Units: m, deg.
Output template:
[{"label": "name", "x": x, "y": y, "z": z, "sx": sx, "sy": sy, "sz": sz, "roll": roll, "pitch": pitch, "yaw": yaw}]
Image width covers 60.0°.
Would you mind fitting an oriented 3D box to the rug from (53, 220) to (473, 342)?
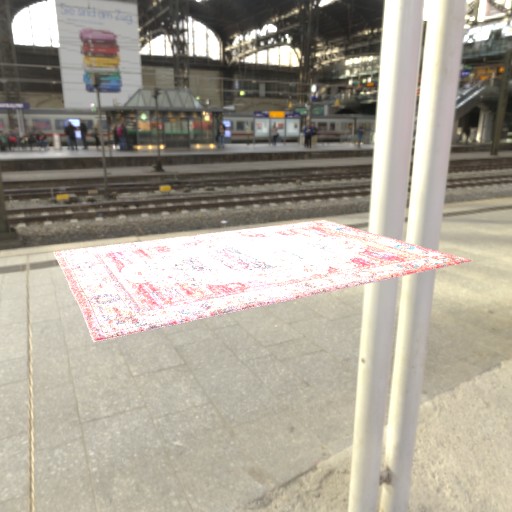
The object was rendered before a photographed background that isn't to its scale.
[{"label": "rug", "x": 0.000, "y": 0.000, "z": 2.310, "sx": 1.829, "sy": 0.006, "sz": 1.219, "roll": -9, "pitch": 18, "yaw": -28}]
